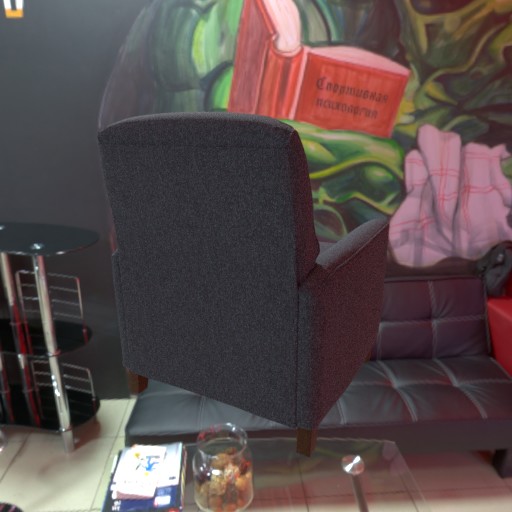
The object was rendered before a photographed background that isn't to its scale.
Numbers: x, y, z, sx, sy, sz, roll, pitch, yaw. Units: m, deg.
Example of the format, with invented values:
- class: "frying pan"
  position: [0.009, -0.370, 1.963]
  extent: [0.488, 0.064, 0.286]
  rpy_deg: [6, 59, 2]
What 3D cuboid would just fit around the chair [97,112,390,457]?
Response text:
- class: "chair"
  position: [0.000, 0.000, 1.668]
  extent: [0.839, 1.016, 0.850]
  rpy_deg: [9, 19, 28]
